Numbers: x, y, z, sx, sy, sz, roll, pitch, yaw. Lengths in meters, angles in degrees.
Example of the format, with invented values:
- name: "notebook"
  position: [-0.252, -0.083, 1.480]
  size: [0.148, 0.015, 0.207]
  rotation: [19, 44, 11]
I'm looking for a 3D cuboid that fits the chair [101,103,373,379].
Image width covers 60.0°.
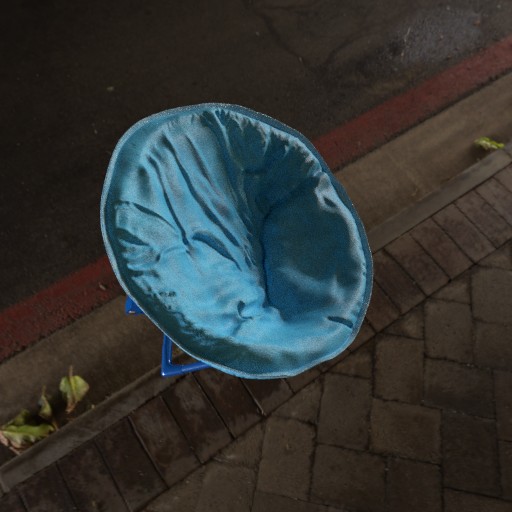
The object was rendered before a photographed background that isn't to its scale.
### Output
- name: "chair"
  position: [0.000, 0.000, 0.873]
  size: [0.465, 0.478, 0.520]
  rotation: [-2, 63, -1]
